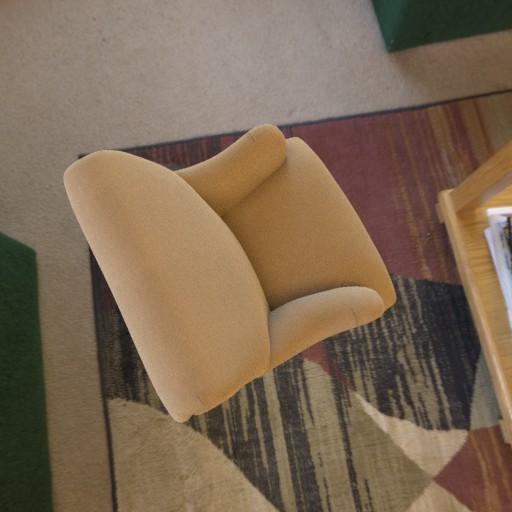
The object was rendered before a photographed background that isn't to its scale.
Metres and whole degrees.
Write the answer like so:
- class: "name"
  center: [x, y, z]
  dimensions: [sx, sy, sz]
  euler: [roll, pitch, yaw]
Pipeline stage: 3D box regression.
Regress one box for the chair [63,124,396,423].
- class: "chair"
  center: [0.000, 0.000, 1.562]
  dimensions: [0.842, 0.942, 0.766]
  euler: [-27, 78, -6]
